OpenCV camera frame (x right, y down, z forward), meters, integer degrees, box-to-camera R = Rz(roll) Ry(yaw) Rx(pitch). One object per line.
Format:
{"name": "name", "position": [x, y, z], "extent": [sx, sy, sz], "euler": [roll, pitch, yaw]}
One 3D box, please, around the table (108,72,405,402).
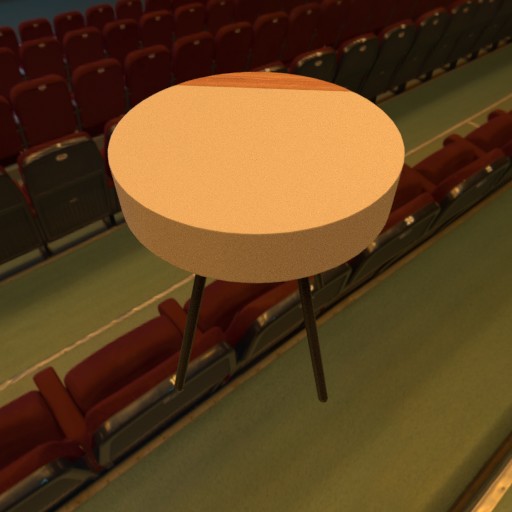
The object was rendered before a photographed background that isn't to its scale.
{"name": "table", "position": [0.000, 0.000, 0.852], "extent": [0.450, 0.525, 0.450], "euler": [0, 46, 0]}
